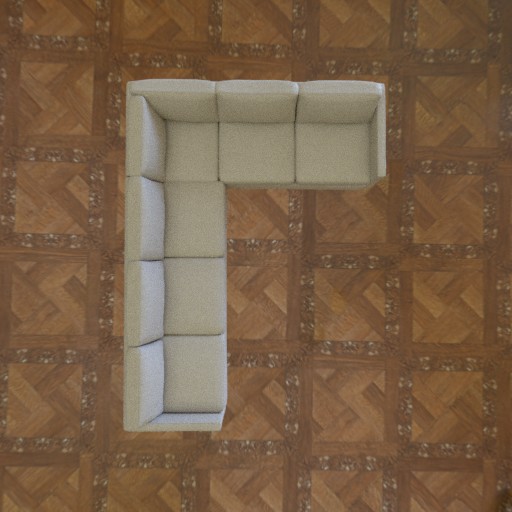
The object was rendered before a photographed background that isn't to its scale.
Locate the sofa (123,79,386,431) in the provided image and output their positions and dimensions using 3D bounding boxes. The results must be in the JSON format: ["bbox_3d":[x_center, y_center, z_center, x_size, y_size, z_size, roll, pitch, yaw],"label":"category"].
[{"bbox_3d":[0.000,0.000,4.423,2.522,0.934,3.333,0,89,-1],"label":"sofa"}]
